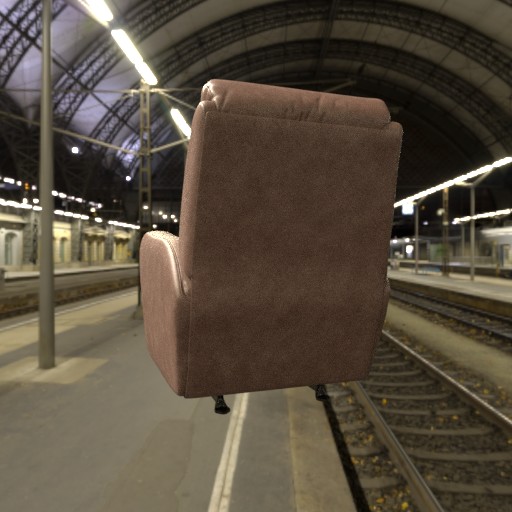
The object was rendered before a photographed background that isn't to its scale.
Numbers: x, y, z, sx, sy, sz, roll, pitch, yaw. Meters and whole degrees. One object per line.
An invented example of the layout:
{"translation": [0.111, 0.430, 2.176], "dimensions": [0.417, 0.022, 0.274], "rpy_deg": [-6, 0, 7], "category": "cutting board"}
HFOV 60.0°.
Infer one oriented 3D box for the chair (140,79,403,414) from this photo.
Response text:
{"translation": [0.000, 0.000, 1.818], "dimensions": [0.865, 1.067, 1.067], "rpy_deg": [0, 0, -19], "category": "chair"}
